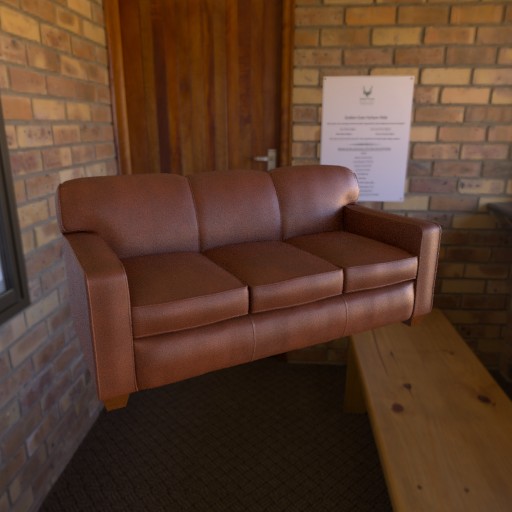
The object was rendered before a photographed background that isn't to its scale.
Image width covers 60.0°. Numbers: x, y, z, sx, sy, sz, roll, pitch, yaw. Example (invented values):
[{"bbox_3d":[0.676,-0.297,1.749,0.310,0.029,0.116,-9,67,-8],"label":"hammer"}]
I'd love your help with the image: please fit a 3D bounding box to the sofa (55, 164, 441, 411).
[{"bbox_3d":[0.000,0.000,2.607,2.039,0.953,1.008,-8,18,-27],"label":"sofa"}]
